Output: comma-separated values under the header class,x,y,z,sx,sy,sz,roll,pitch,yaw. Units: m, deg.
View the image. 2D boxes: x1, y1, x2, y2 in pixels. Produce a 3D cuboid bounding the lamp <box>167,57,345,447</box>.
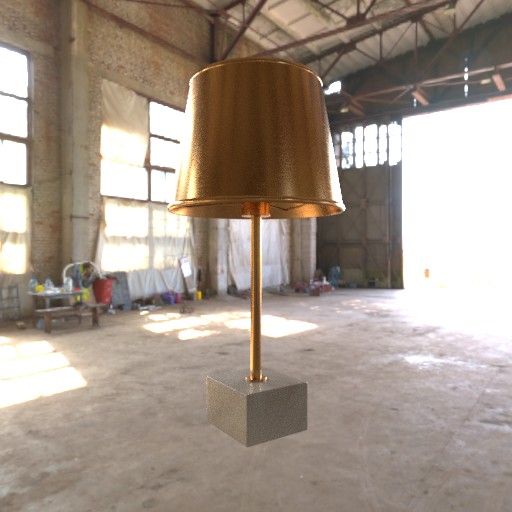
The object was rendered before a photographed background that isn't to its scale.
class,x,y,z,sx,sy,sz,roll,pitch,yaw
lamp,0.000,0.000,0.530,0.208,0.406,0.208,0,0,0
